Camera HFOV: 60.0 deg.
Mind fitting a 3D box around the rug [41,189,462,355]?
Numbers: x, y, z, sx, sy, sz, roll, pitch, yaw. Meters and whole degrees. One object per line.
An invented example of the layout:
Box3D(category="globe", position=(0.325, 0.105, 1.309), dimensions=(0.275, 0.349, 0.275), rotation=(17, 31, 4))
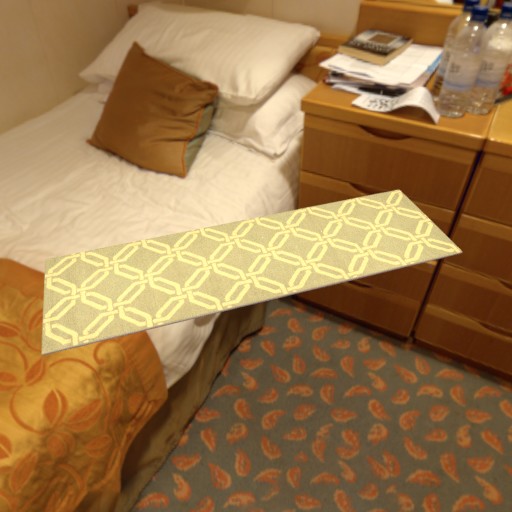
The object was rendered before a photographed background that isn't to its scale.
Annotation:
Box3D(category="rug", position=(0.000, 0.000, 2.519), dimensions=(2.276, 0.014, 0.678), rotation=(-12, 43, -13))
